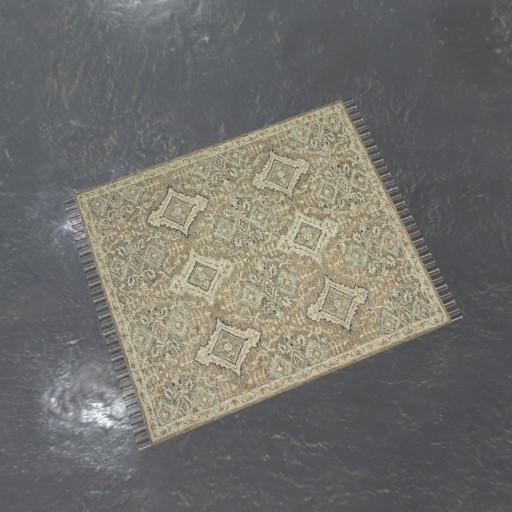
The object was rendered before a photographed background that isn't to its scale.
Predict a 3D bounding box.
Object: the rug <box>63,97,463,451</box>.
[{"bbox_3d":[0.000,0.000,4.135,3.056,0.010,2.437,-21,77,-5],"label":"rug"}]
